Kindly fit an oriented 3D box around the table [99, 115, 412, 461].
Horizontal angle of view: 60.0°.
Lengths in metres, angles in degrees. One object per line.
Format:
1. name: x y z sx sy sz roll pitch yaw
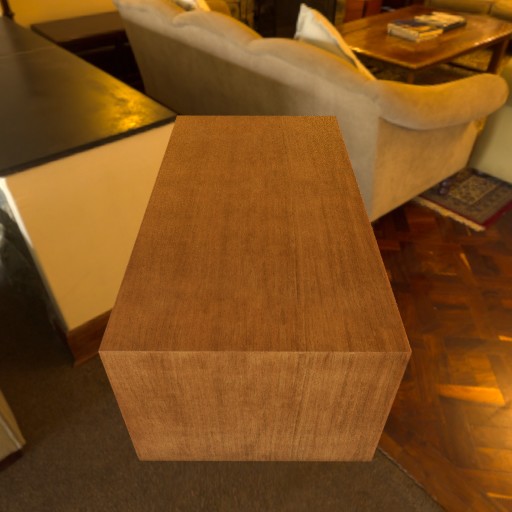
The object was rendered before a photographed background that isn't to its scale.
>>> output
1. table: 0.000 0.000 1.289 0.549 0.419 1.000 0 41 0
